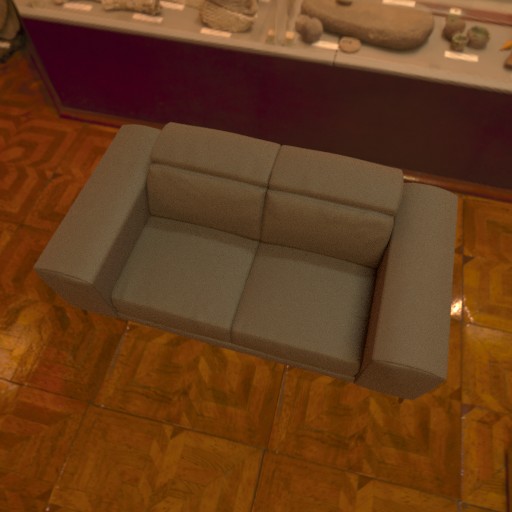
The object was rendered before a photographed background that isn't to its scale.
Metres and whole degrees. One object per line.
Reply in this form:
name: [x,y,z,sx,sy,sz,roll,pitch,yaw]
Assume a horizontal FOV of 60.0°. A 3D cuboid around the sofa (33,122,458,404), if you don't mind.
sofa: [0.000,0.000,2.346,1.895,0.779,1.003,14,60,8]
